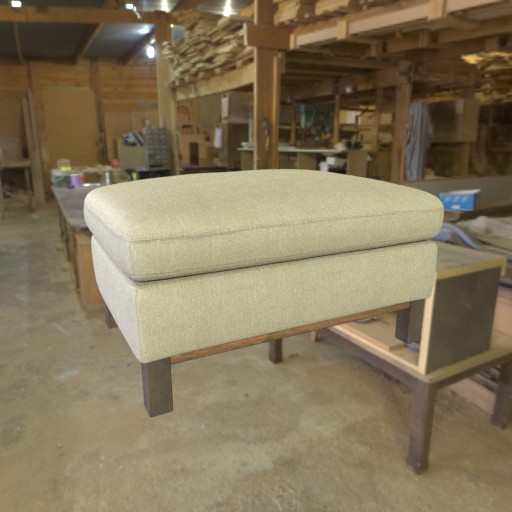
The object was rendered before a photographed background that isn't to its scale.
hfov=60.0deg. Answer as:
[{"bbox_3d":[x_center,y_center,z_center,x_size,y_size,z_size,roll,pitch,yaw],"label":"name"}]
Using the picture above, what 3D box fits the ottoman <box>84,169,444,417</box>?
[{"bbox_3d":[0.000,0.000,1.088,0.735,0.404,0.528,-8,17,-26],"label":"ottoman"}]
